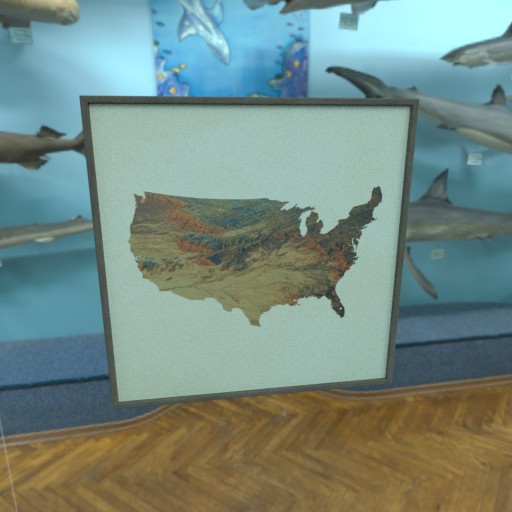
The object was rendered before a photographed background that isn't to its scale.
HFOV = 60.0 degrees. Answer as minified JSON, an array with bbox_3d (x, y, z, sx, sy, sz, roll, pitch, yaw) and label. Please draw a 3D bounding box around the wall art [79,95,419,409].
[{"bbox_3d":[0.000,0.000,0.450,0.303,0.302,0.038,-3,17,-9],"label":"wall art"}]
